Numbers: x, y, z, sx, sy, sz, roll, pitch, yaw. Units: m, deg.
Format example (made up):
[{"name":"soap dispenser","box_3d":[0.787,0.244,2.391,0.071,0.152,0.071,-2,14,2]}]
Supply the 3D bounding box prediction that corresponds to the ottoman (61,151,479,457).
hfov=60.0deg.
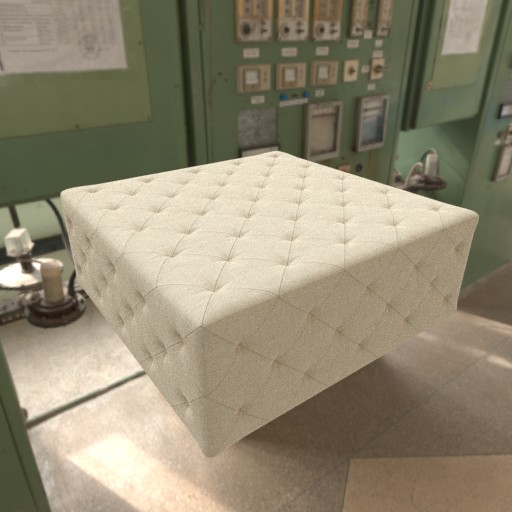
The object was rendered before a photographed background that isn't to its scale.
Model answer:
[{"name":"ottoman","box_3d":[0.000,0.000,1.587,1.028,0.439,1.028,-18,32,-32]}]
